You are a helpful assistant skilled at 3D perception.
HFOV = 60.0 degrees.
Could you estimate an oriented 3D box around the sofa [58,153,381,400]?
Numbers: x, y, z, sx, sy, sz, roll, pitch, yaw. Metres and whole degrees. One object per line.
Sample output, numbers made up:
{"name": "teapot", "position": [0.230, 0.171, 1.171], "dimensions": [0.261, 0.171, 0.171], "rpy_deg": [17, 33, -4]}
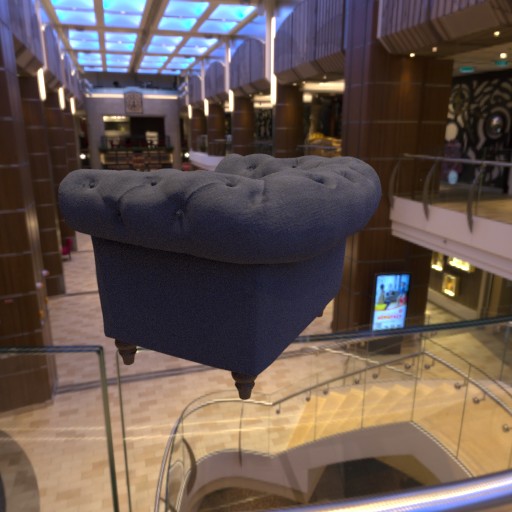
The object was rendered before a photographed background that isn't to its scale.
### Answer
{"name": "sofa", "position": [0.000, 0.000, 2.057], "dimensions": [1.032, 0.878, 1.405], "rpy_deg": [8, 17, 25]}
